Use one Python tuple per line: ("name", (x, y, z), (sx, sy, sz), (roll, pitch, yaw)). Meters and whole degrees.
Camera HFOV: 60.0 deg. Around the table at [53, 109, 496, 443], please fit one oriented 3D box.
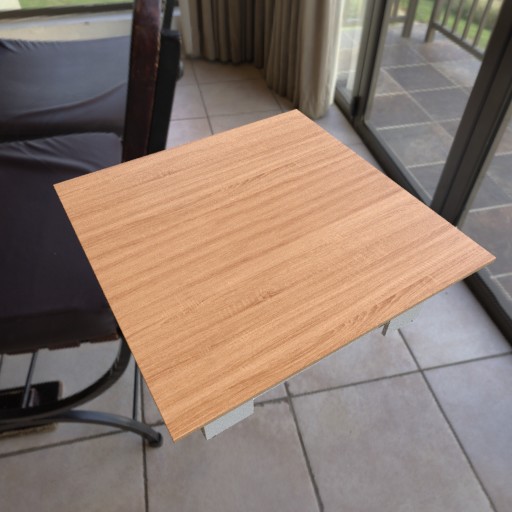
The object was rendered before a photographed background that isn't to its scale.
("table", (0.000, 0.000, 1.341), (0.890, 0.305, 0.890), (-24, 51, -21))
